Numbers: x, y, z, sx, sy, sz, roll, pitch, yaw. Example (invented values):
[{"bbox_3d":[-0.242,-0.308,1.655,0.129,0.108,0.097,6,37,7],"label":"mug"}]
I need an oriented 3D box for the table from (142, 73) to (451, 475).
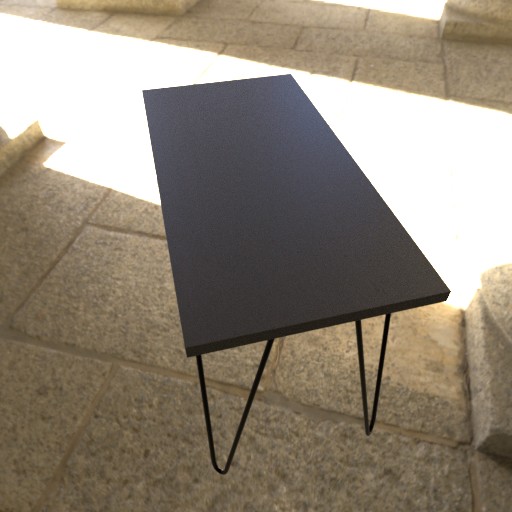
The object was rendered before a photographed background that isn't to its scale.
[{"bbox_3d":[0.000,0.000,1.354,0.499,0.660,0.991,-10,46,-10],"label":"table"}]
